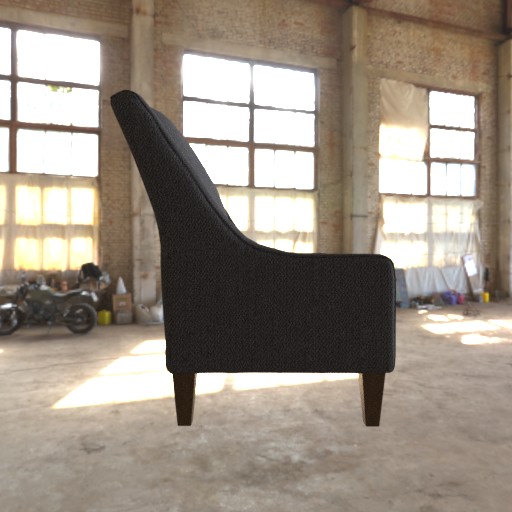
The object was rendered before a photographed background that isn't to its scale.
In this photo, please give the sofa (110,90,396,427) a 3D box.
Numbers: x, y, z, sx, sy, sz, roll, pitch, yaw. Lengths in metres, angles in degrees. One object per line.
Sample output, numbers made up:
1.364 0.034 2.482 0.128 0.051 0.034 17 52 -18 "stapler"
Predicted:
0.000 0.000 1.922 0.873 1.022 1.242 0 1 0 "sofa"
